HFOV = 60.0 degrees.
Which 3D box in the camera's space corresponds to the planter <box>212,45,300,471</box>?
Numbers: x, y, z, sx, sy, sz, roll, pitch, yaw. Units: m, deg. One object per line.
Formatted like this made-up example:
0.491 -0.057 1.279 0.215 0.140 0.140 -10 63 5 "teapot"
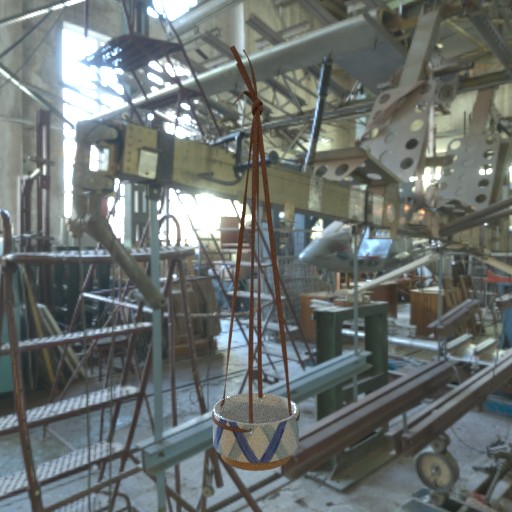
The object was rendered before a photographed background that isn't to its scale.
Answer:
0.000 0.000 0.833 0.166 0.751 0.166 0 2 1 "planter"
